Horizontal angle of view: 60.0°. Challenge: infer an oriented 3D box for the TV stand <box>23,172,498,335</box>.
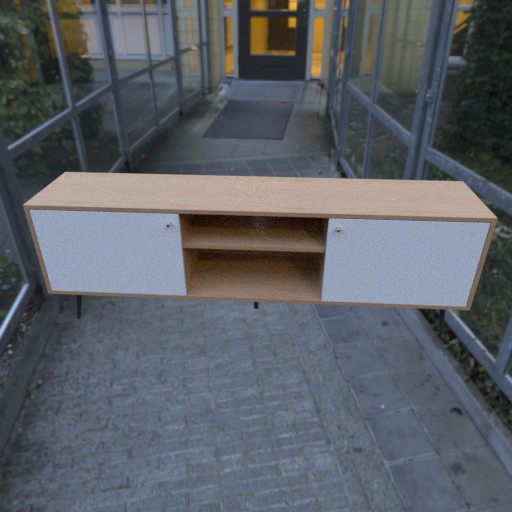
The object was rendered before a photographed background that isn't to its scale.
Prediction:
[{"bbox_3d":[0.000,0.000,1.933,1.760,0.580,0.400,2,30,3],"label":"TV stand"}]
